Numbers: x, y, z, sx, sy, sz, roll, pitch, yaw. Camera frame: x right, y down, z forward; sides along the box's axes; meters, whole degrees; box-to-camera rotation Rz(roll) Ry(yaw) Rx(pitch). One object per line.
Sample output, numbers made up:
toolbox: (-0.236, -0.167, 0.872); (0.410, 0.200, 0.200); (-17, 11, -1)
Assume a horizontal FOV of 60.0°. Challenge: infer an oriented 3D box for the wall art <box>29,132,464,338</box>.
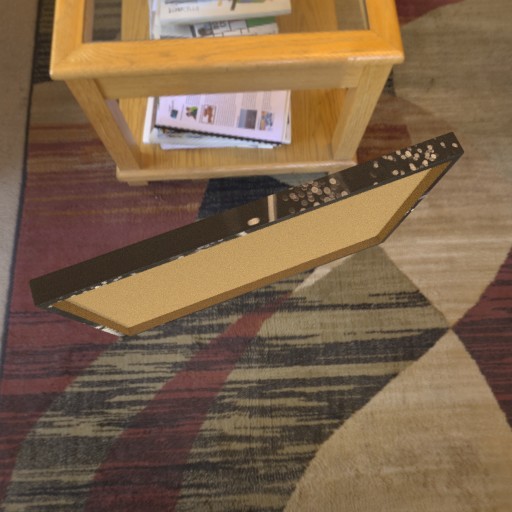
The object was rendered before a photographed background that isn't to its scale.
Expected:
wall art: (0.000, 0.000, 0.785); (0.609, 0.406, 0.037); (-20, 75, -6)
